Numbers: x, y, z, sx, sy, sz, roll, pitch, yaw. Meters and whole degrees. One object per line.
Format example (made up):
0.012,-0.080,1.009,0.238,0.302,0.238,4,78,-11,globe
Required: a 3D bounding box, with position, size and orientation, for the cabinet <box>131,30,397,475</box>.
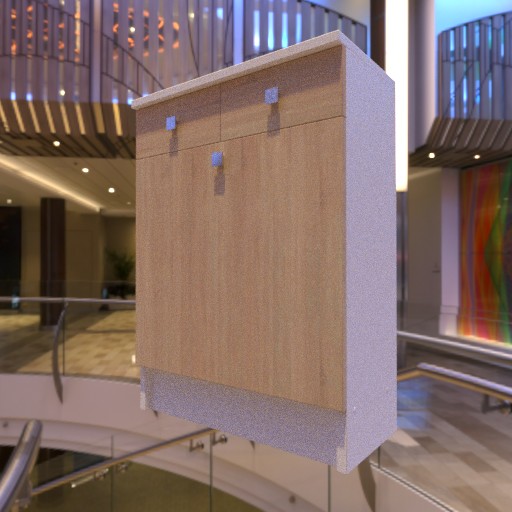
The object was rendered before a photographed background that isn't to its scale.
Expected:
0.000,0.000,1.097,0.600,0.815,0.296,0,-1,37,cabinet
